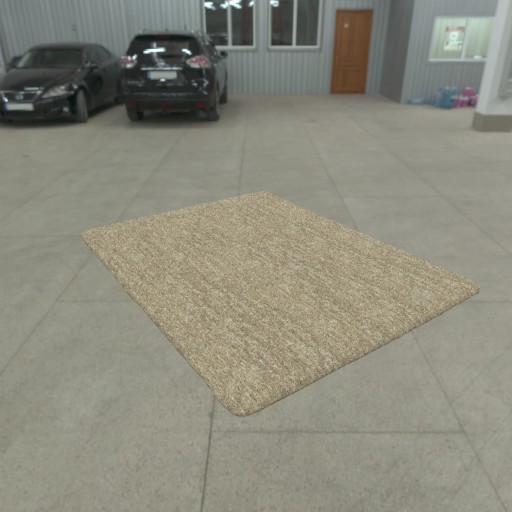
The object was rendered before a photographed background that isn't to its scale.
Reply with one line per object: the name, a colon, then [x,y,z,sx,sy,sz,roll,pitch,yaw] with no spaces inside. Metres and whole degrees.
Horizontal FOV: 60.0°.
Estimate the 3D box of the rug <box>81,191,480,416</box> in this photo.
rug: [0.000,0.000,3.803,2.242,0.050,2.873,-17,31,-31]
